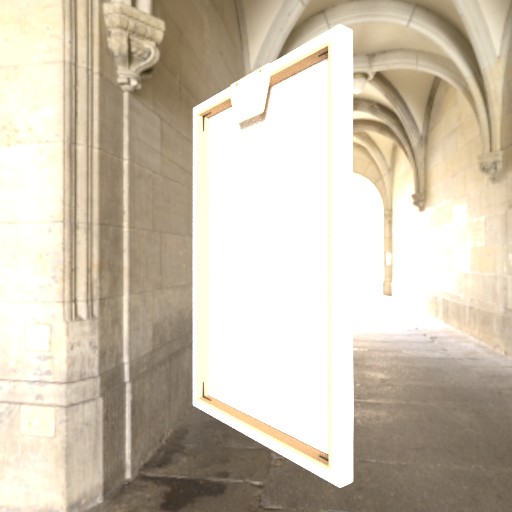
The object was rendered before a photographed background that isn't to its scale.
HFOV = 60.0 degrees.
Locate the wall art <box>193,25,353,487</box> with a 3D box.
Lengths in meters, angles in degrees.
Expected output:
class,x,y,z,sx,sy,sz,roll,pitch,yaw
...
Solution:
class,x,y,z,sx,sy,sz,roll,pitch,yaw
wall art,0.000,0.000,1.113,0.048,0.902,0.602,0,0,-36
